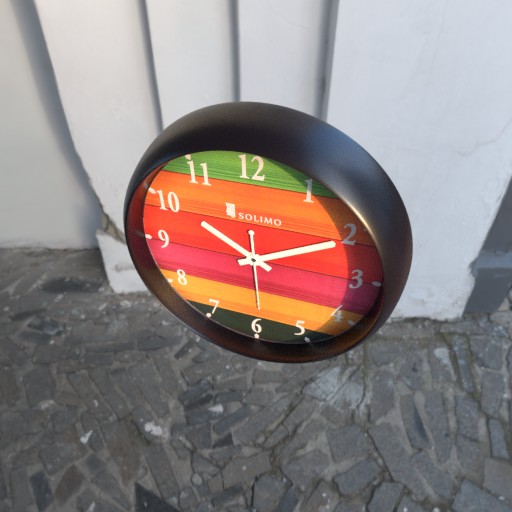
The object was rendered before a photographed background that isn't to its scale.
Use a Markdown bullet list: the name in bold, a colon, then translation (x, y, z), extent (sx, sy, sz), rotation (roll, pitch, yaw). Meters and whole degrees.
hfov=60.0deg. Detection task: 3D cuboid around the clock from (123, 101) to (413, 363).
- **clock**: translation (0.000, 0.000, 0.453), extent (0.300, 0.300, 0.060), rotation (12, 42, 14)
